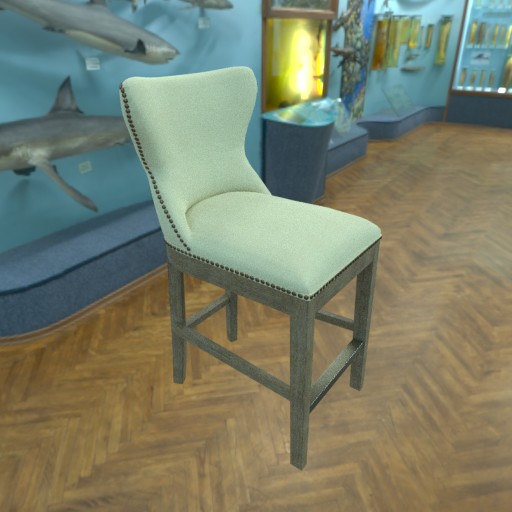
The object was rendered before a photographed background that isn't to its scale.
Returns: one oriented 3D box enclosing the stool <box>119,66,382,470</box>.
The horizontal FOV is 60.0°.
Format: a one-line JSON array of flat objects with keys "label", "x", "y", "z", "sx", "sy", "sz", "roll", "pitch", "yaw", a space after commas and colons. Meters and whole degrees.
[{"label": "stool", "x": 0.000, "y": 0.000, "z": 1.297, "sx": 0.608, "sy": 0.981, "sz": 0.498, "roll": 19, "pitch": 33, "yaw": 32}]
